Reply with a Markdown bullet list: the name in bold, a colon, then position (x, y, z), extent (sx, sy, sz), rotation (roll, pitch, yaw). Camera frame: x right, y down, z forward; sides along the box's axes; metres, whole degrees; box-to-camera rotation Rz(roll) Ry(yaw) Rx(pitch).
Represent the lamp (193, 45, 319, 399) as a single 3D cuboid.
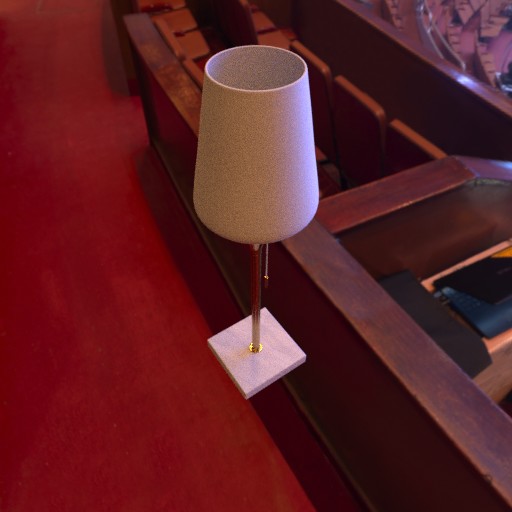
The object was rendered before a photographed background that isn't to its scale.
- **lamp**: position (0.000, 0.000, 0.739), extent (0.181, 0.639, 0.181), rotation (-27, 53, -22)
